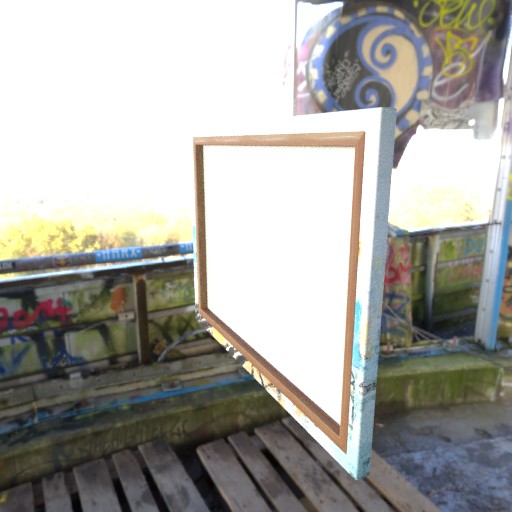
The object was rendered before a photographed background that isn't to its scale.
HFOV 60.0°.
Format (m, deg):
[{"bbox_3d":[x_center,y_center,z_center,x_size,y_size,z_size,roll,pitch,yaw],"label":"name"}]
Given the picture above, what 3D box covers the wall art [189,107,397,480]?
[{"bbox_3d":[0.000,0.000,1.300,0.038,0.762,1.016,-7,16,-26],"label":"wall art"}]
